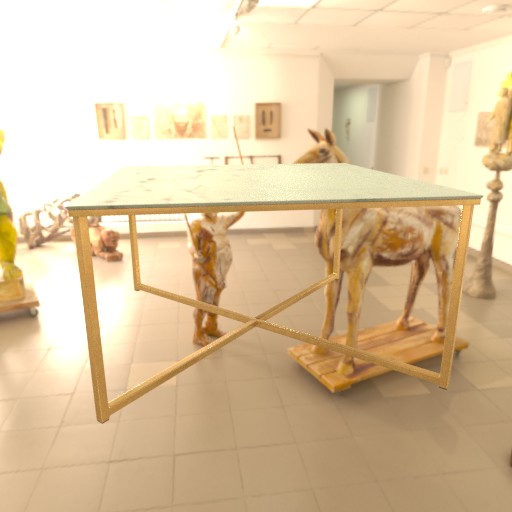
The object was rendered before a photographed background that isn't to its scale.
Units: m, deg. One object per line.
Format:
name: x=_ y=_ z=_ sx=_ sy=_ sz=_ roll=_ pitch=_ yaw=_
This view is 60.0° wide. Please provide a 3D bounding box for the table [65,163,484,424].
table: x=0.000 y=0.000 z=1.272 sx=0.800 sy=0.450 sz=0.800 roll=-3 pitch=17 yaw=-9
